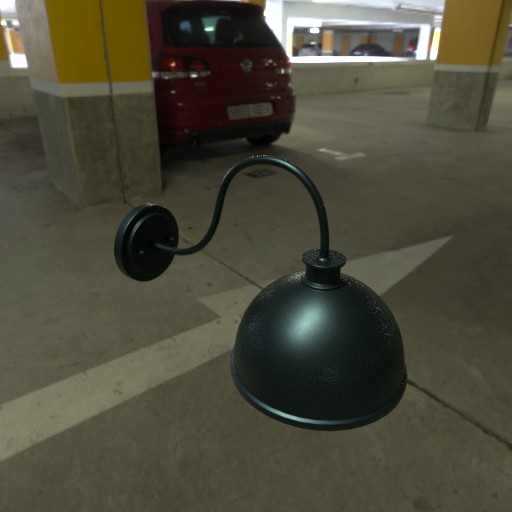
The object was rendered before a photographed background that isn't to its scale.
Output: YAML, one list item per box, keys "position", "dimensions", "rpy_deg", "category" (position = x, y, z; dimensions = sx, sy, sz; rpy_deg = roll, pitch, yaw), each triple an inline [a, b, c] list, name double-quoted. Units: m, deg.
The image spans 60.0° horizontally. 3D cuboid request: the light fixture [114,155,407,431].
- position: [0.000, 0.000, 0.642]
  dimensions: [0.467, 0.295, 0.253]
  rpy_deg: [16, 29, 30]
  category: "light fixture"
